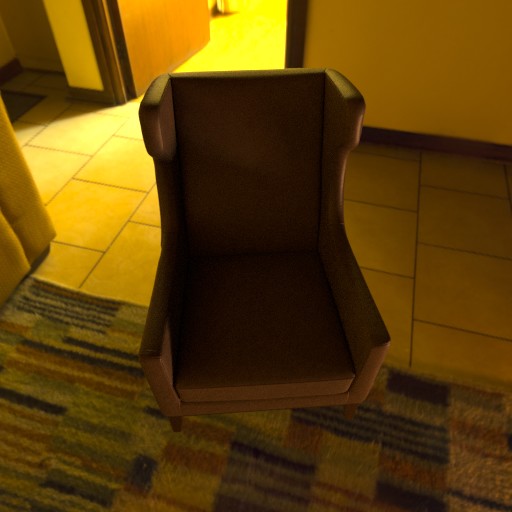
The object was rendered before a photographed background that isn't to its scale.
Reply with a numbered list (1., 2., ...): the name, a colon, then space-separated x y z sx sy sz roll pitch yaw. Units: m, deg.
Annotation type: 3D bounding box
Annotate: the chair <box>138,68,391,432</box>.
1. chair: 0.000 0.000 1.628 0.769 1.079 0.899 -3 46 -3
